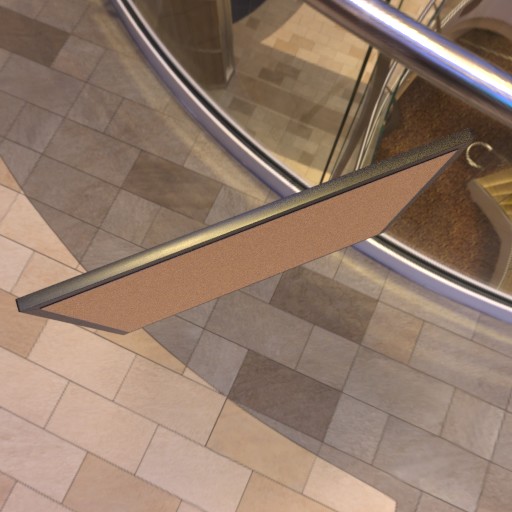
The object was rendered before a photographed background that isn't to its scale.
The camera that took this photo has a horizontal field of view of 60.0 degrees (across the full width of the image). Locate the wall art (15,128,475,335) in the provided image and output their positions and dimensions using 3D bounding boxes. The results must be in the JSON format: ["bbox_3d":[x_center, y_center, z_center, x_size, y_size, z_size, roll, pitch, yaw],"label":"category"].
[{"bbox_3d":[0.000,0.000,0.547,0.440,0.306,0.013,-21,77,-5],"label":"wall art"}]
